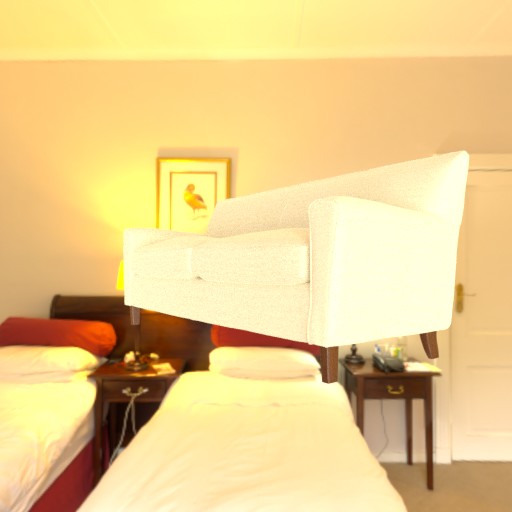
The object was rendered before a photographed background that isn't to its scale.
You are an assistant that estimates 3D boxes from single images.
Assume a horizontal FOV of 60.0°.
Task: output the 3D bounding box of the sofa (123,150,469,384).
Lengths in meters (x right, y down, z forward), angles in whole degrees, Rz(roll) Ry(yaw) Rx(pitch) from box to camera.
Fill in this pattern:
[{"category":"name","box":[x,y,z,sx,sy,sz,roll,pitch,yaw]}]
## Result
[{"category":"sofa","box":[0.000,0.000,2.468,0.841,0.907,2.001,1,-1,-37]}]
